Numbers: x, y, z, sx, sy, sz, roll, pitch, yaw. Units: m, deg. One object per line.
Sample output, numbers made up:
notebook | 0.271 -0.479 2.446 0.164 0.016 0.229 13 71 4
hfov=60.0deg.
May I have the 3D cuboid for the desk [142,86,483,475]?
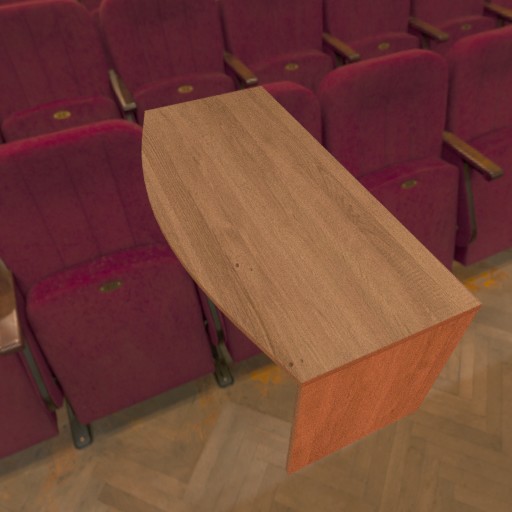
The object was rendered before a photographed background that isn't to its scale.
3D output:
desk | 0.000 0.000 2.024 0.802 0.752 1.600 -19 49 -17
